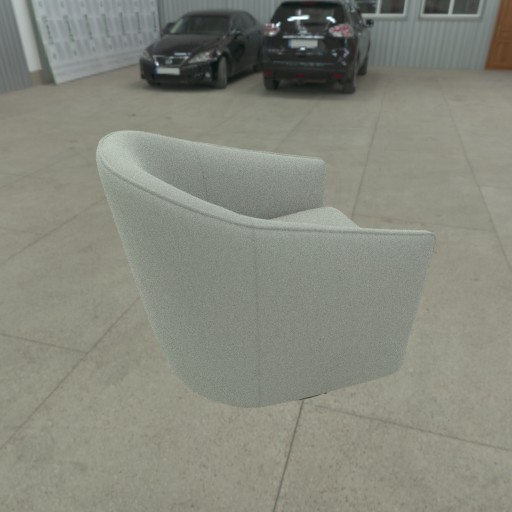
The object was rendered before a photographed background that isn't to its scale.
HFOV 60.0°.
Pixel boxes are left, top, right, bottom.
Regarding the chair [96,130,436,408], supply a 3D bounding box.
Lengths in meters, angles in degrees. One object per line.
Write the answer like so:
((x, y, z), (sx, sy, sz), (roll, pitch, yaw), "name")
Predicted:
((0.000, 0.000, 1.453), (0.875, 0.799, 0.747), (-10, 31, -16), "chair")
